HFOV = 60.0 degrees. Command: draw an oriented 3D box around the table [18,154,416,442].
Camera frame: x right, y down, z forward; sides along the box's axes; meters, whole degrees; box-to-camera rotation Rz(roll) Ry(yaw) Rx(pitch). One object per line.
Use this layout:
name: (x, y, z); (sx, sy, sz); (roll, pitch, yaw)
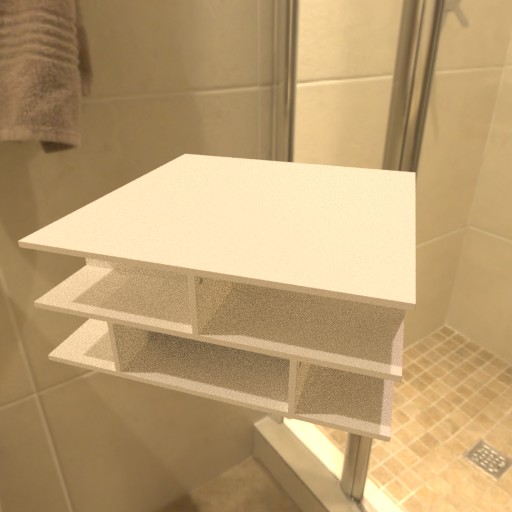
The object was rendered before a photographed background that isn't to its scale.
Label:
table: (0.000, 0.000, 1.086); (0.700, 0.289, 0.700); (8, 28, 16)
